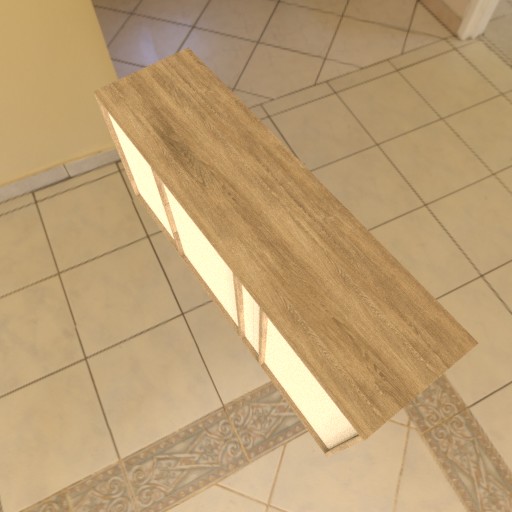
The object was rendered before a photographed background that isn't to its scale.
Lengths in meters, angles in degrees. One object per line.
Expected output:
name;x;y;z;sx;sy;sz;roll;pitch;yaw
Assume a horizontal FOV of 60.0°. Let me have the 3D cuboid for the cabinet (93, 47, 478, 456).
cabinet;0.000;0.000;1.921;0.450;0.870;1.600;-33;67;-16
